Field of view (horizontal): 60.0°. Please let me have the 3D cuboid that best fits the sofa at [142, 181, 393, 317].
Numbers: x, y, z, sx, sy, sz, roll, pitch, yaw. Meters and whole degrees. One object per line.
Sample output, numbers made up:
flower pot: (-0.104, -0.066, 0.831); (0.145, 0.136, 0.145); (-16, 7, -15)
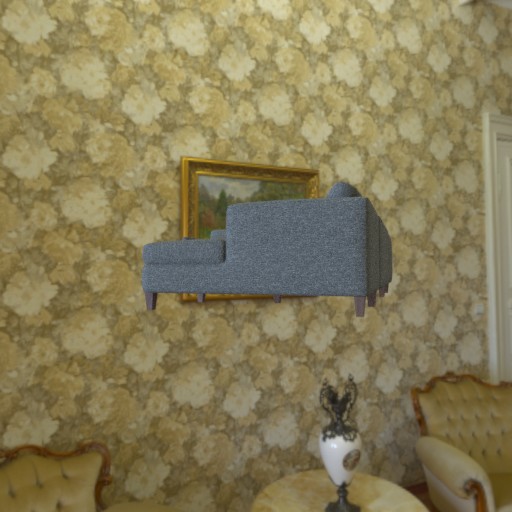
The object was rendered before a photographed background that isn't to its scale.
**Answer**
sofa: (0.000, 0.000, 4.515); (2.551, 0.853, 3.238); (-1, -2, 19)
